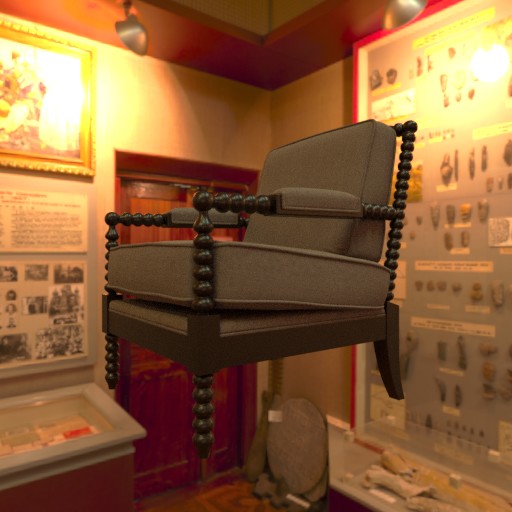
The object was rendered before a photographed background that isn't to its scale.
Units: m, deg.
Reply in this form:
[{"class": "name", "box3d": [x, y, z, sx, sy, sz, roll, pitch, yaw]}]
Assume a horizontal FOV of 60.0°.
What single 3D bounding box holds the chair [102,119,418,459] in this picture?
[{"class": "chair", "box3d": [0.000, 0.000, 1.083, 0.622, 0.661, 0.540, 0, 0, -36]}]
